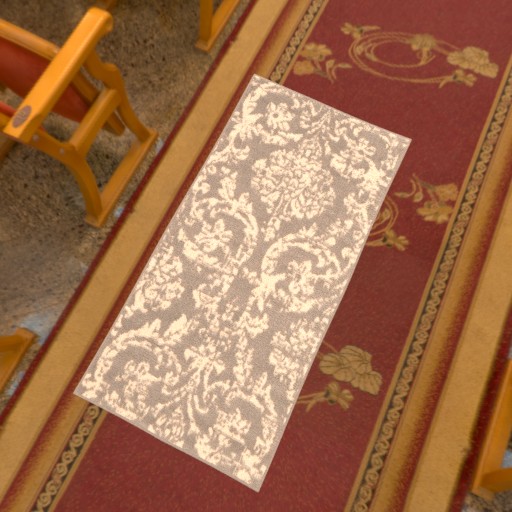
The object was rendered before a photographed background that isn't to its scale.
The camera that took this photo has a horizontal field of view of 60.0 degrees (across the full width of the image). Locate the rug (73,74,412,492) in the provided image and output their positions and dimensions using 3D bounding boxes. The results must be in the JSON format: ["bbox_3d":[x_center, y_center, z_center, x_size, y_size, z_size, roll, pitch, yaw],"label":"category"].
[{"bbox_3d":[0.000,0.000,1.410,0.604,0.007,1.219,25,76,7],"label":"rug"}]
